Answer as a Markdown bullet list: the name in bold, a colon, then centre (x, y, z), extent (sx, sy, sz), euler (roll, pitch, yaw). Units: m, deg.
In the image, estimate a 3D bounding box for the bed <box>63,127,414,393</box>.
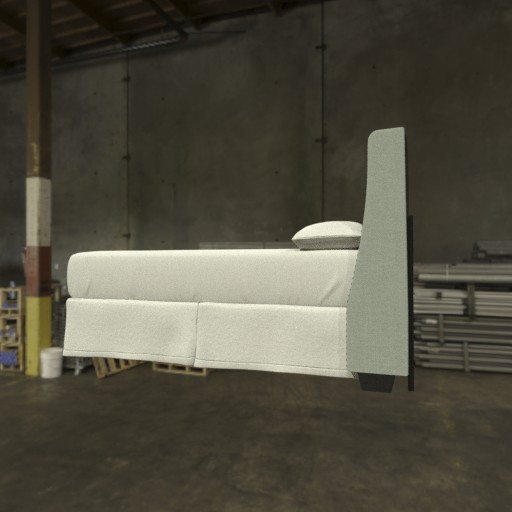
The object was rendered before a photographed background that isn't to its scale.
- **bed**: centre (0.000, 0.000, 3.350), extent (2.237, 1.407, 1.710), euler (0, -1, 19)
